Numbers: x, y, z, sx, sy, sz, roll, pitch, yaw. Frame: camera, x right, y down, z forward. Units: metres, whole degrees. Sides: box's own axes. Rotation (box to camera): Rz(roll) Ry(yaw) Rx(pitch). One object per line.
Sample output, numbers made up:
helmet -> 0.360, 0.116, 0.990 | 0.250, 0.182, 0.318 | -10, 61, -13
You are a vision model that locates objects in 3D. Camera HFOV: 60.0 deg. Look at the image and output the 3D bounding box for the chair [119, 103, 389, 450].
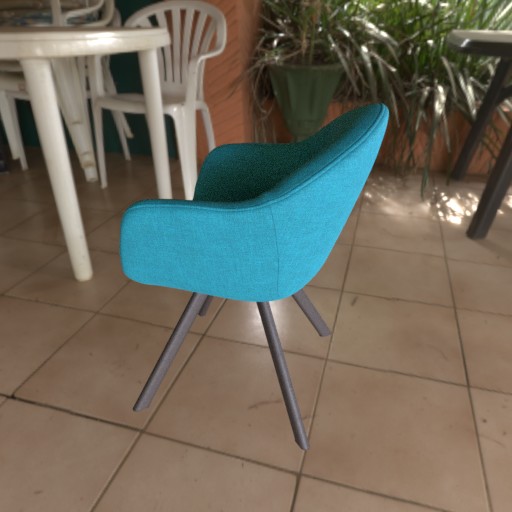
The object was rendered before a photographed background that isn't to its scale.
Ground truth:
chair -> 0.000, 0.000, 1.153 | 0.565, 0.775, 0.545 | 7, 30, 13
